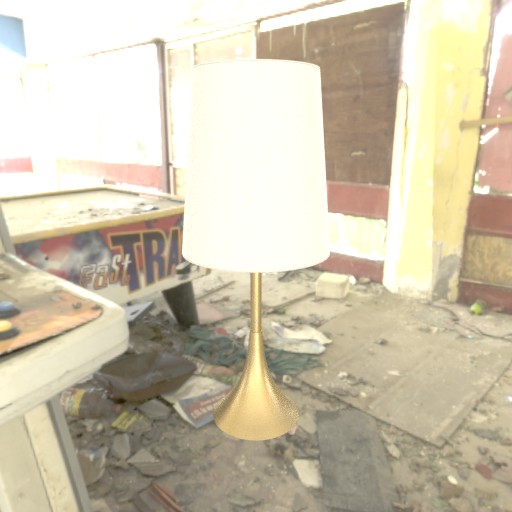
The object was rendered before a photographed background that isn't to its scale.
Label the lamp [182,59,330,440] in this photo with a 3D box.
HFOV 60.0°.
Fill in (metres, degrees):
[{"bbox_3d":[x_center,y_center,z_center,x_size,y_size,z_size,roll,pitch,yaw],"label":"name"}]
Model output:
[{"bbox_3d":[0.000,0.000,0.702,0.231,0.569,0.231,0,15,0],"label":"lamp"}]
